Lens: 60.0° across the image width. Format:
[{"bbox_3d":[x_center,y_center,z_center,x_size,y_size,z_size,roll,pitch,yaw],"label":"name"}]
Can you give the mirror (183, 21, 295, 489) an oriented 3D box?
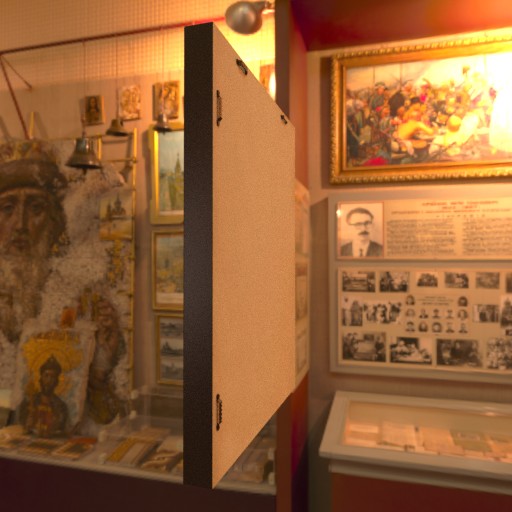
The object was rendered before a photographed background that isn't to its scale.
[{"bbox_3d":[0.000,0.000,0.679,0.041,0.509,0.406,0,-1,18],"label":"mirror"}]
